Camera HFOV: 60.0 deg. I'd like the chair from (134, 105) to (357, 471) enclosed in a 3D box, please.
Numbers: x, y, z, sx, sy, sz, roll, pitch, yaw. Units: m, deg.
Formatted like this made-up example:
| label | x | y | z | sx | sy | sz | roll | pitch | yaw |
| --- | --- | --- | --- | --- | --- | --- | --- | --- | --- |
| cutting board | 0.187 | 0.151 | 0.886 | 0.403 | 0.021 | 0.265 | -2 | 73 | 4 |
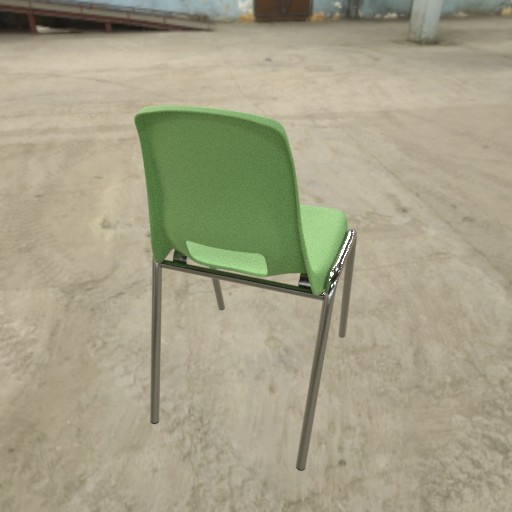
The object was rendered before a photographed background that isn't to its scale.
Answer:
| label | x | y | z | sx | sy | sz | roll | pitch | yaw |
| --- | --- | --- | --- | --- | --- | --- | --- | --- | --- |
| chair | 0.000 | 0.000 | 0.924 | 0.381 | 0.704 | 0.436 | 11 | 34 | 16 |
